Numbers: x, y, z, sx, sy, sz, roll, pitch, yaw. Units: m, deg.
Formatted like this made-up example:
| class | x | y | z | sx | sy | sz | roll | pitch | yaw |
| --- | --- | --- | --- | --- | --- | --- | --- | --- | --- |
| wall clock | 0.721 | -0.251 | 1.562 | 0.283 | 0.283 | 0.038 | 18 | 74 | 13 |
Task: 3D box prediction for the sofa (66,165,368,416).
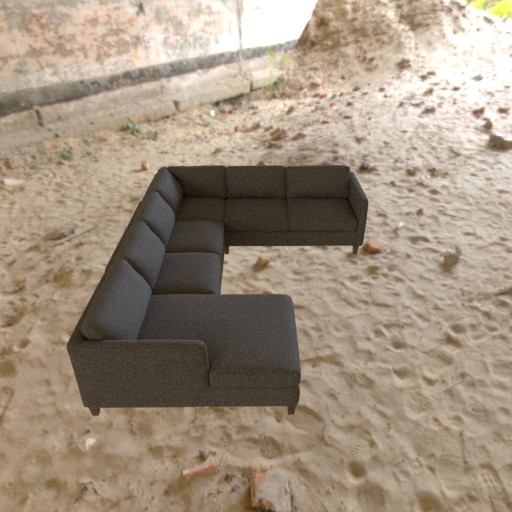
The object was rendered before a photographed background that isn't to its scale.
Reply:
| class | x | y | z | sx | sy | sz | roll | pitch | yaw |
| --- | --- | --- | --- | --- | --- | --- | --- | --- | --- |
| sofa | 0.000 | 0.000 | 4.394 | 2.551 | 0.853 | 3.238 | 0 | 31 | 0 |
